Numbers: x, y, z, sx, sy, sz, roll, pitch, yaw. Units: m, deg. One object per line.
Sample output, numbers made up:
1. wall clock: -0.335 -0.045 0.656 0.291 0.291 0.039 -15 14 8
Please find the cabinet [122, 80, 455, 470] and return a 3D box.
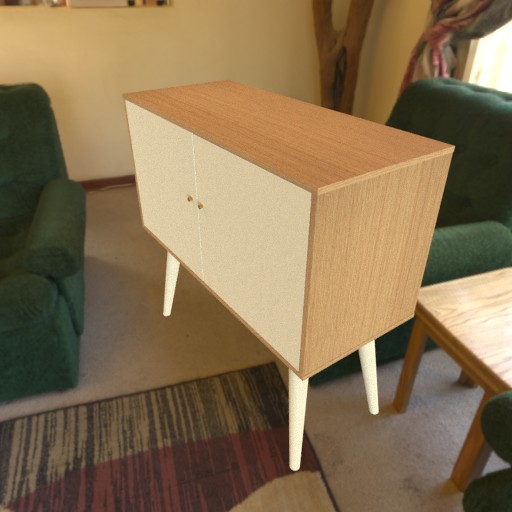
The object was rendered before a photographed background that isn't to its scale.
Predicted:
1. cabinet: 0.000 0.000 1.626 0.470 1.016 1.057 -21 37 -29
